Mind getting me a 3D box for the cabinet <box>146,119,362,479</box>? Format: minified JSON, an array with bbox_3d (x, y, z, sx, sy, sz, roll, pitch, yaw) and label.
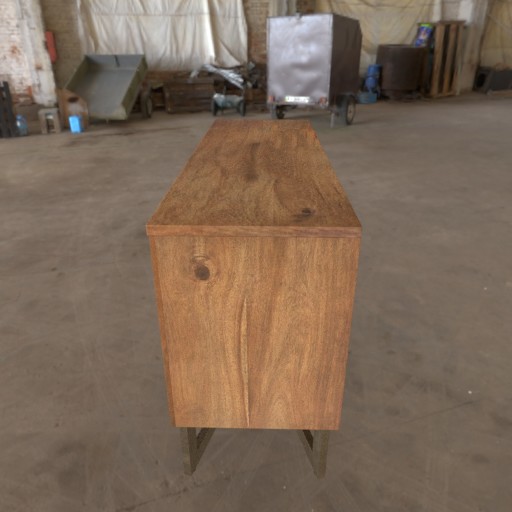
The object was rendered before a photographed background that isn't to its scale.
[{"bbox_3d":[0.000,0.000,1.725,0.480,0.812,1.373,1,26,1],"label":"cabinet"}]
